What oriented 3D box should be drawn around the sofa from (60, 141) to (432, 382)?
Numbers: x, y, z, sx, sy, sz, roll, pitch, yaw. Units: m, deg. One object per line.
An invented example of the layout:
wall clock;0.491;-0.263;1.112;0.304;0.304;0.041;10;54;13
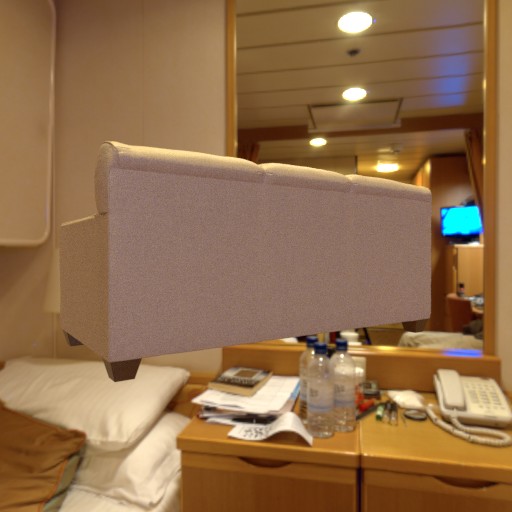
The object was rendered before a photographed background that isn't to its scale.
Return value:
sofa;0.000;0.000;2.613;2.024;0.958;0.997;0;1;-34
